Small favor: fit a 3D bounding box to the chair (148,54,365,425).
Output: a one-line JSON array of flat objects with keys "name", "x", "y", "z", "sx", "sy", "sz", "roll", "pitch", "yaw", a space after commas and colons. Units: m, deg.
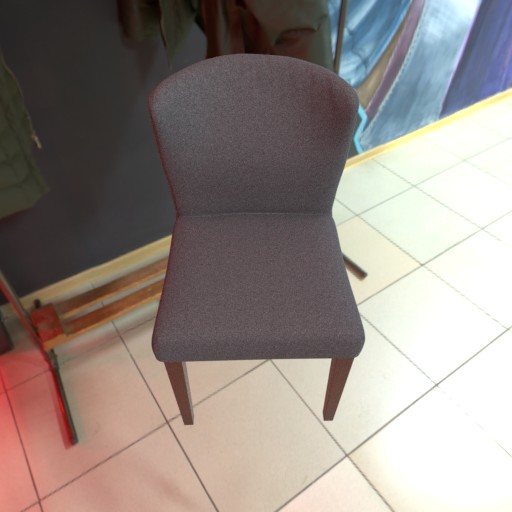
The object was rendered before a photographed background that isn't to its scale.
[{"name": "chair", "x": 0.000, "y": 0.000, "z": 1.182, "sx": 0.491, "sy": 0.839, "sz": 0.592, "roll": -1, "pitch": 45, "yaw": -1}]
